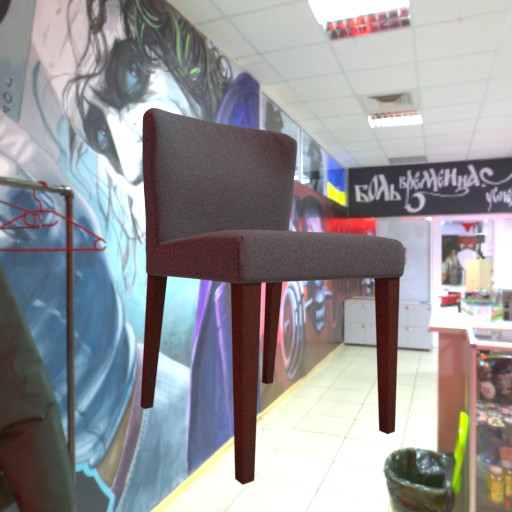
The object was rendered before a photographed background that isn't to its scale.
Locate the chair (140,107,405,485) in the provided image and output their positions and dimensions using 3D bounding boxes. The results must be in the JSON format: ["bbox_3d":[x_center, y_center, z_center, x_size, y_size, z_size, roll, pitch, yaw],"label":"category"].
[{"bbox_3d":[0.000,0.000,1.156,0.491,0.839,0.592,0,0,-35],"label":"chair"}]
